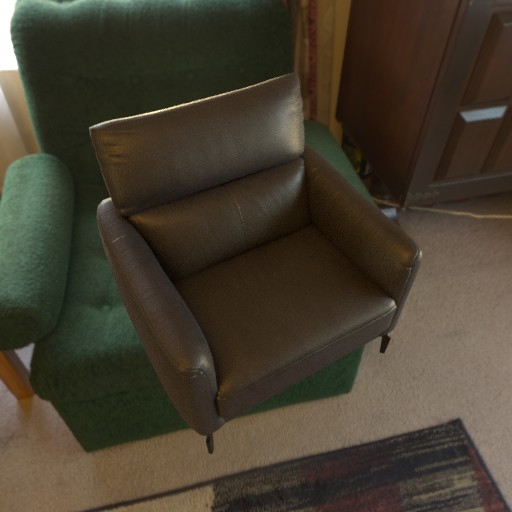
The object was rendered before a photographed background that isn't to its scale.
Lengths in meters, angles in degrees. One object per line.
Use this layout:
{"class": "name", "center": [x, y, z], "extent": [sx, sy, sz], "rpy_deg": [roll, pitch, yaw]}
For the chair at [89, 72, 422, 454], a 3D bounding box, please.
{"class": "chair", "center": [0.000, 0.000, 1.645], "extent": [0.976, 0.949, 0.809], "rpy_deg": [-23, 50, -21]}
